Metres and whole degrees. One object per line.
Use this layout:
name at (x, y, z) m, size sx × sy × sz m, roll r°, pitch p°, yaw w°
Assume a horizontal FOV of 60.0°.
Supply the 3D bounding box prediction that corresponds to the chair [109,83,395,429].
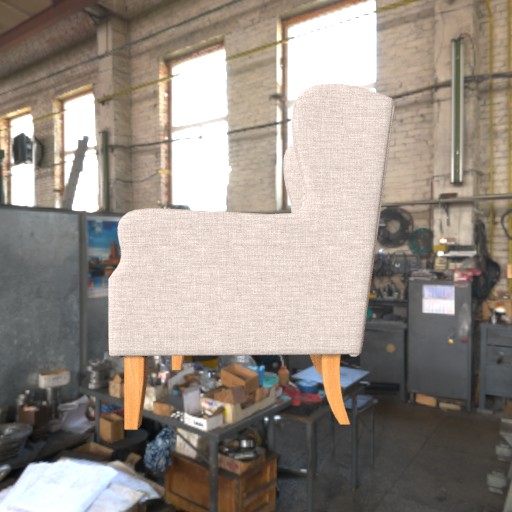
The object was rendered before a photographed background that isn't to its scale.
chair at (0.000, 0.000, 1.500) m, size 0.760 × 0.930 × 0.710 m, roll 0°, pitch 1°, yaw 1°
